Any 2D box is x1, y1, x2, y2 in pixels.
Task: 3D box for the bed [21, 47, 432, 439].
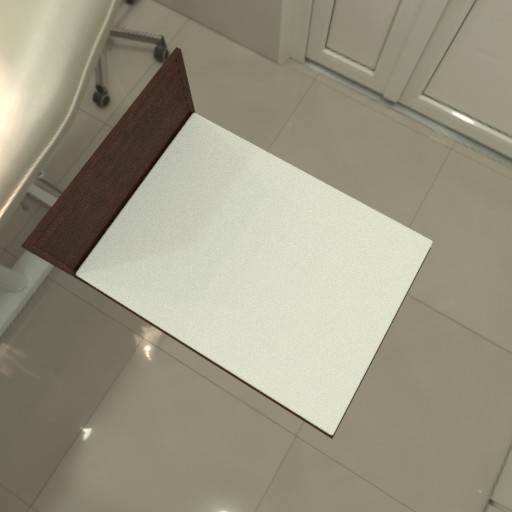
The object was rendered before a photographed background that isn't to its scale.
[{"bbox_3d":[0.000,0.000,3.184,2.184,1.270,1.600,30,76,8],"label":"bed"}]
